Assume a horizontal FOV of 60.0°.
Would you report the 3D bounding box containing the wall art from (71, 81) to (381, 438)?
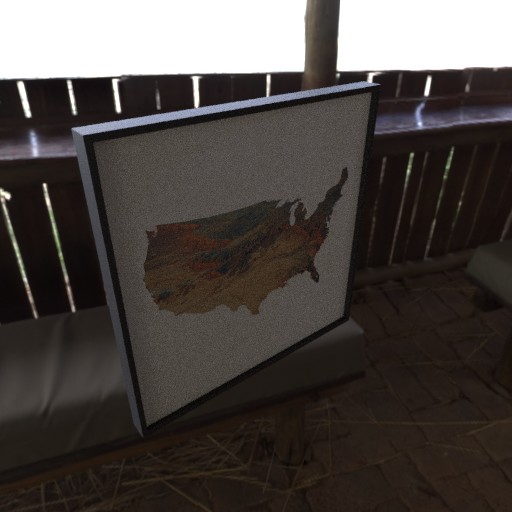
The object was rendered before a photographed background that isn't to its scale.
[{"bbox_3d":[0.000,0.000,0.758,0.507,0.507,0.038,-22,37,-32],"label":"wall art"}]
